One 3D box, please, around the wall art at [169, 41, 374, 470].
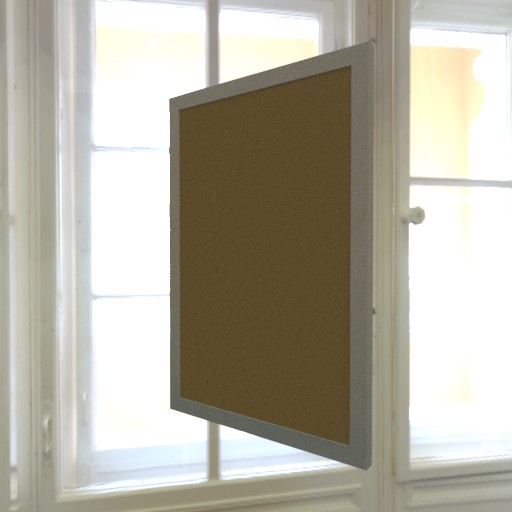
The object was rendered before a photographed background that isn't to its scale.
[{"bbox_3d":[0.000,0.000,1.419,0.764,1.143,0.038,1,2,36],"label":"wall art"}]
